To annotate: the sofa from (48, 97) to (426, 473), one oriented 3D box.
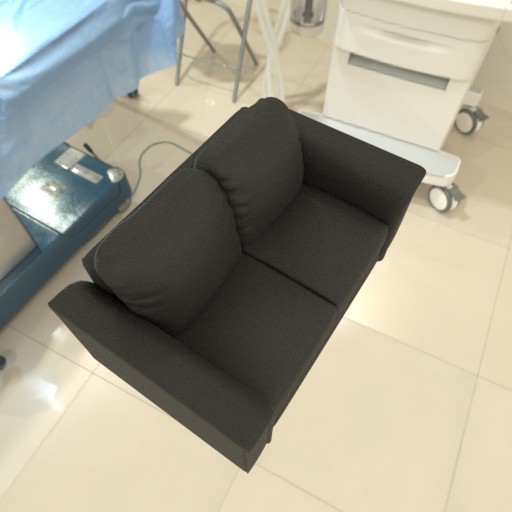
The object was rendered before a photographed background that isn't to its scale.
[{"bbox_3d":[0.000,0.000,1.919,0.887,0.845,1.386,30,62,18],"label":"sofa"}]
